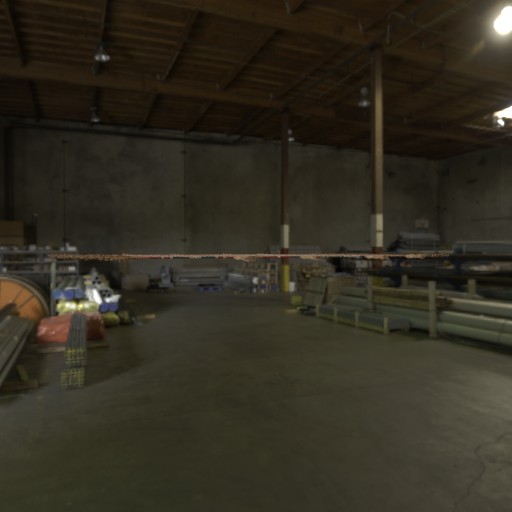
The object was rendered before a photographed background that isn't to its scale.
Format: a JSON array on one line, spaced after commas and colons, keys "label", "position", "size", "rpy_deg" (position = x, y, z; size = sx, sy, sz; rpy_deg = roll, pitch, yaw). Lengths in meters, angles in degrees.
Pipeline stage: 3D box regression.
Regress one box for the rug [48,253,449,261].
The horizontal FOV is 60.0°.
[{"label": "rug", "position": [0.000, 0.000, 3.115], "size": [2.450, 0.048, 1.778], "rpy_deg": [0, 1, -36]}]
